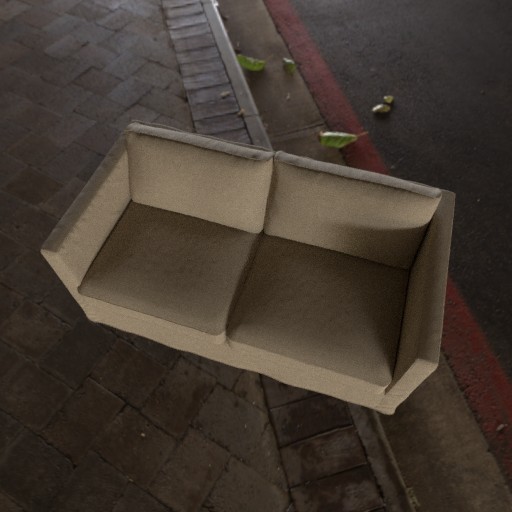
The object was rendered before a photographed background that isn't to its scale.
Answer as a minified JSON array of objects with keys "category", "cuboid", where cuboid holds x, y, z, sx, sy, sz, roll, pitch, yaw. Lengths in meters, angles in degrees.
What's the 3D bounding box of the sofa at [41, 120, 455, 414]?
[{"category":"sofa","cuboid":[0.000,0.000,2.281,1.766,0.828,0.956,15,58,10]}]
